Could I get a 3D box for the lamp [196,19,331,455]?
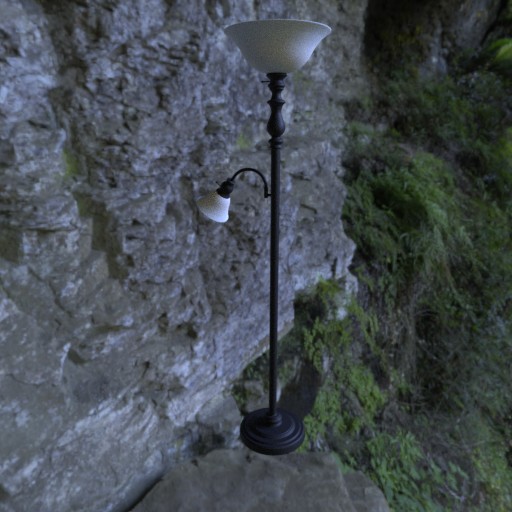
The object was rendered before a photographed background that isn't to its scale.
[{"bbox_3d":[0.000,0.000,1.969,0.588,1.793,0.405,9,18,28],"label":"lamp"}]
